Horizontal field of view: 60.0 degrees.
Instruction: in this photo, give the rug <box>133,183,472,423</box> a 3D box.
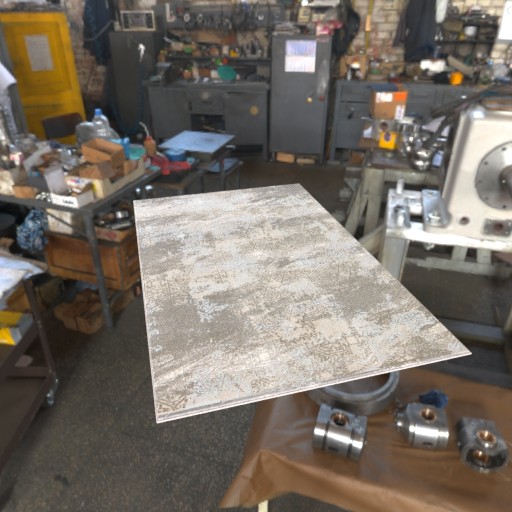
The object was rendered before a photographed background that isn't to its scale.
[{"bbox_3d":[0.000,0.000,3.026,1.536,0.012,2.431,-8,31,-14],"label":"rug"}]
